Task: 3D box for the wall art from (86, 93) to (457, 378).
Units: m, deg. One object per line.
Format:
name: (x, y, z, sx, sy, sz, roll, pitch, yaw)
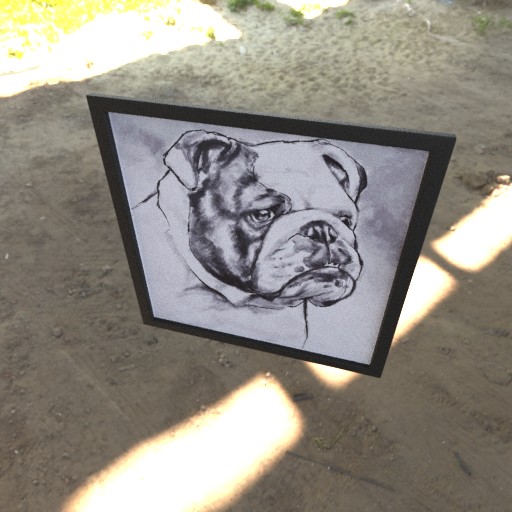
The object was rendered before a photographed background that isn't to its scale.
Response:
wall art: (0.000, 0.000, 0.988, 0.663, 0.659, 0.016, 10, 42, 12)
